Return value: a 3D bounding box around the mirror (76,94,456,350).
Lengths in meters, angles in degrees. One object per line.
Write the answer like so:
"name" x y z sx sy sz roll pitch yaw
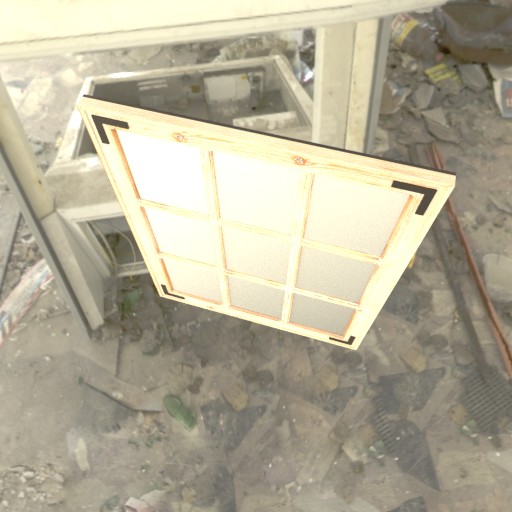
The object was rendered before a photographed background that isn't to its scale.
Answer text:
"mirror" 0.000 0.000 1.211 0.730 0.882 0.032 14 61 8
